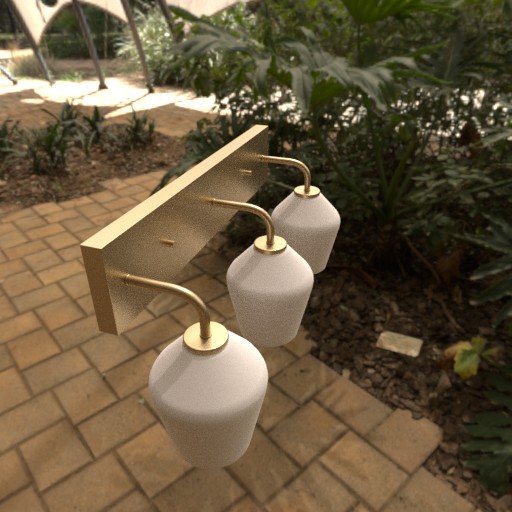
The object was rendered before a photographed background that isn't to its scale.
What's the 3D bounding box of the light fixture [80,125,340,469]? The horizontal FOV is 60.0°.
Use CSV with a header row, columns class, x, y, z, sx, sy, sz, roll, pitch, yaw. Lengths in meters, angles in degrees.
class,x,y,z,sx,sy,sz,roll,pitch,yaw
light fixture,0.000,0.000,0.711,0.190,0.280,0.609,10,32,17
